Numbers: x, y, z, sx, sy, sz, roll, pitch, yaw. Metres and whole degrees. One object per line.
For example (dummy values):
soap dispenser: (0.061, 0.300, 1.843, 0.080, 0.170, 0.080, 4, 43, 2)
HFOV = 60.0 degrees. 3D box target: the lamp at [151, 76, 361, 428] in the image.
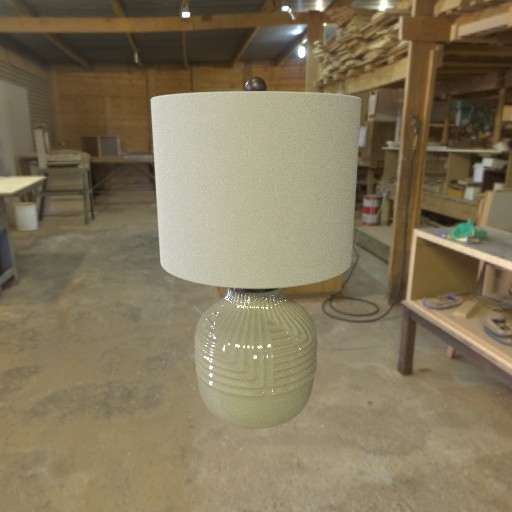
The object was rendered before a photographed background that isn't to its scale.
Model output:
lamp: (0.000, 0.000, 0.752, 0.318, 0.567, 0.318, 0, 16, 0)
